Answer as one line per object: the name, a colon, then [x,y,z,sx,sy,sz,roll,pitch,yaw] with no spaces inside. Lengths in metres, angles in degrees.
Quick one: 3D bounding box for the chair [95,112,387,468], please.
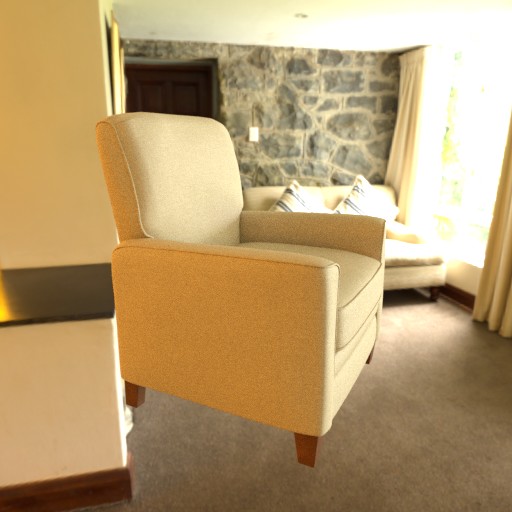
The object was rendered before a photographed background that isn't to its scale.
chair: [0.000,0.000,1.652,0.858,1.023,0.841,7,16,26]
